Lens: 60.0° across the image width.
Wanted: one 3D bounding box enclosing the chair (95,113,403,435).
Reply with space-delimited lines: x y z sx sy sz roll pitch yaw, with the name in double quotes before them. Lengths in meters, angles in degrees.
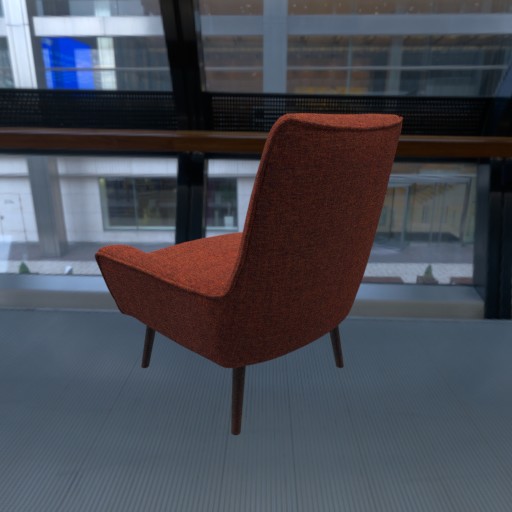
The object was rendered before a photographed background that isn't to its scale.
"chair" 0.000 0.000 1.495 0.803 0.911 0.784 -16 24 -42
